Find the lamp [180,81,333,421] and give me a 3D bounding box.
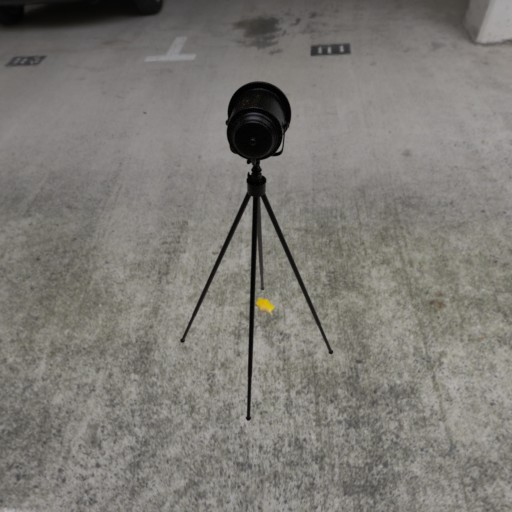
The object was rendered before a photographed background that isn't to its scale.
[{"bbox_3d":[0.000,0.000,2.011,0.879,1.504,0.884,4,46,4],"label":"lamp"}]
